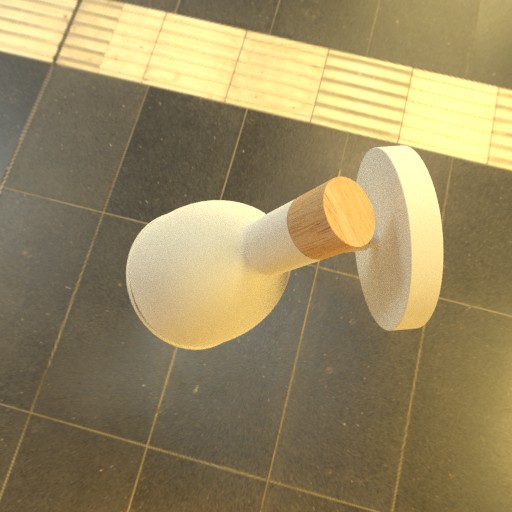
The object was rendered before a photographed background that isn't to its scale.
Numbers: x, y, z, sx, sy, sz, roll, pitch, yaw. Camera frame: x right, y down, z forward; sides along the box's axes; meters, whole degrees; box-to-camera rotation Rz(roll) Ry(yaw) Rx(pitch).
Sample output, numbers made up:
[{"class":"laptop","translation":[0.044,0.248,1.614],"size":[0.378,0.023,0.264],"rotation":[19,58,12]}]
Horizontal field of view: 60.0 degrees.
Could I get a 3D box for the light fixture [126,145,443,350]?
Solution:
[{"class":"light fixture","translation":[0.000,0.000,0.329],"size":[0.209,0.199,0.127],"rotation":[-5,76,-1]}]
